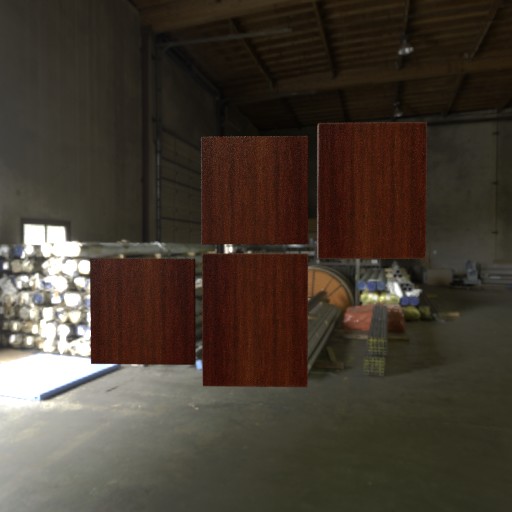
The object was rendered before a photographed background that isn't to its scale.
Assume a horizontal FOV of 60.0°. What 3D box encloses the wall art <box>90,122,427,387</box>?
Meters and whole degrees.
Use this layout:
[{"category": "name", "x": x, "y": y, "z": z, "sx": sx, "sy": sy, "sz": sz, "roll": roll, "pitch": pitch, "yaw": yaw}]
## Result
[{"category": "wall art", "x": 0.000, "y": 0.000, "z": 0.851, "sx": 0.635, "sy": 0.497, "sz": 0.030, "roll": 0, "pitch": 1, "yaw": 2}]
